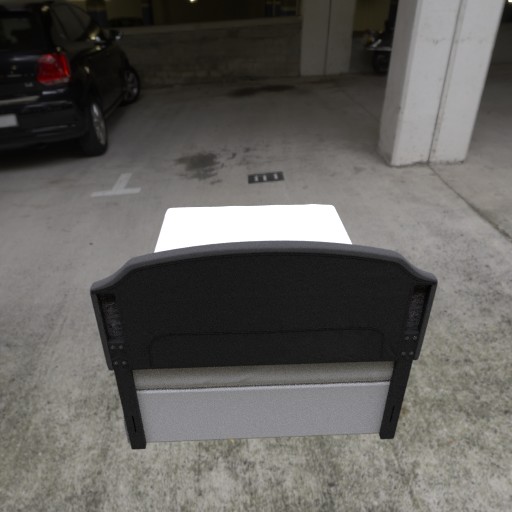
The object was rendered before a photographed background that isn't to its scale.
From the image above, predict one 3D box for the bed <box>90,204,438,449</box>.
[{"bbox_3d":[0.000,0.000,3.002,1.558,1.270,1.999,-1,31,-2],"label":"bed"}]
